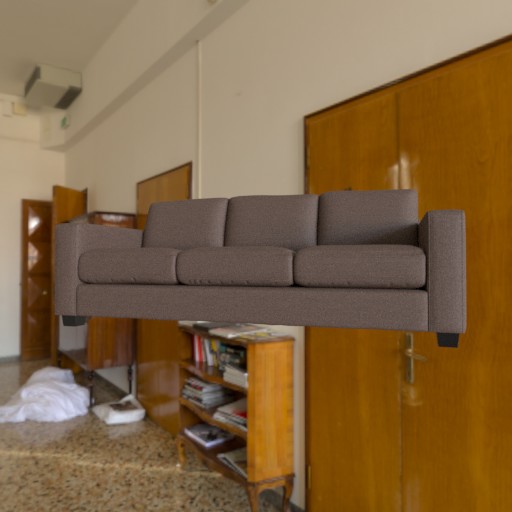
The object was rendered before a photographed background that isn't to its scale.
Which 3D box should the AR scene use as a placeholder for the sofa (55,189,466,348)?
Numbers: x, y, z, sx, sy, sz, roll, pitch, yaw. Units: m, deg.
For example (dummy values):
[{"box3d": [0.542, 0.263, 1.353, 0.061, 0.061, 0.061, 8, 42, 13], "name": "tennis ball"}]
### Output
[{"box3d": [0.000, 0.000, 2.615, 2.160, 0.806, 0.900, 0, -1, 19], "name": "sofa"}]
